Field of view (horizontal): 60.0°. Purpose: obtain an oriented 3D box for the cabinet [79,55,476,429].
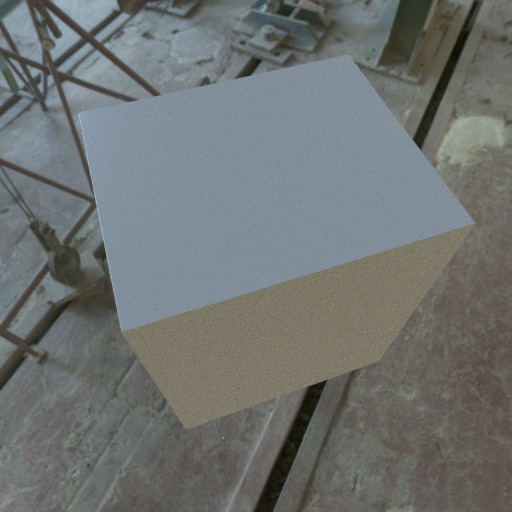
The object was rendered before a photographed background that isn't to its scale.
[{"bbox_3d":[0.000,0.000,0.754,0.400,0.470,0.360,-16,59,-10],"label":"cabinet"}]
